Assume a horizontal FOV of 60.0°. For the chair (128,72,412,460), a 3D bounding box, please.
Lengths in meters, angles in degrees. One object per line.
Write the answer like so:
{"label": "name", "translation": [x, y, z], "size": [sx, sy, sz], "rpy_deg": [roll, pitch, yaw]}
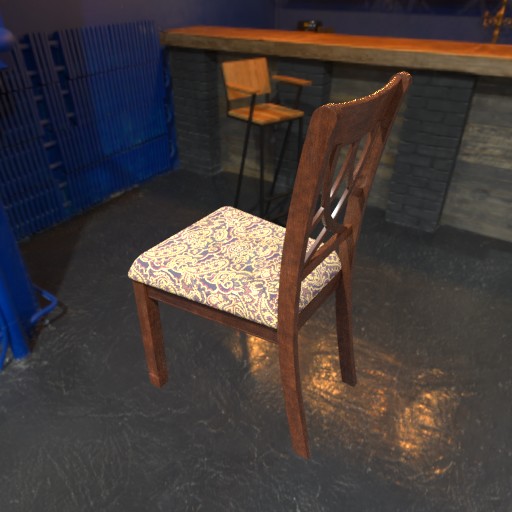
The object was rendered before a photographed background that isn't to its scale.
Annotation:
{"label": "chair", "translation": [0.000, 0.000, 1.243], "size": [0.584, 0.965, 0.457], "rpy_deg": [20, 37, 29]}
